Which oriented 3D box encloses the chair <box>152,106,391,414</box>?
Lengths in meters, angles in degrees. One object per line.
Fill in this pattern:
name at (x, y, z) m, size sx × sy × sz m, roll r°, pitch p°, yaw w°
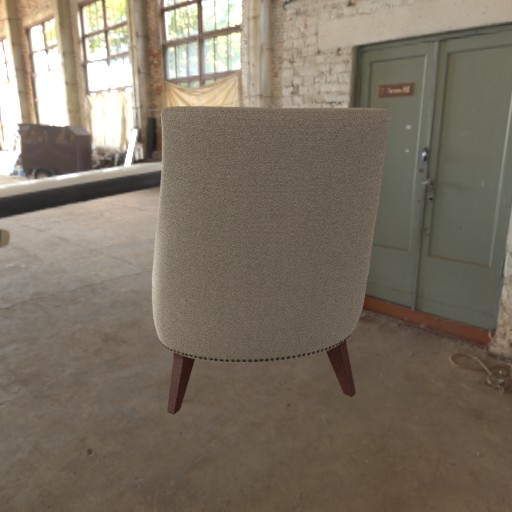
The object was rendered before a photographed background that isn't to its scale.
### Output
chair at (0.000, 0.000, 1.488) m, size 0.701 × 0.909 × 0.861 m, roll -2°, pitch 15°, yaw -9°
